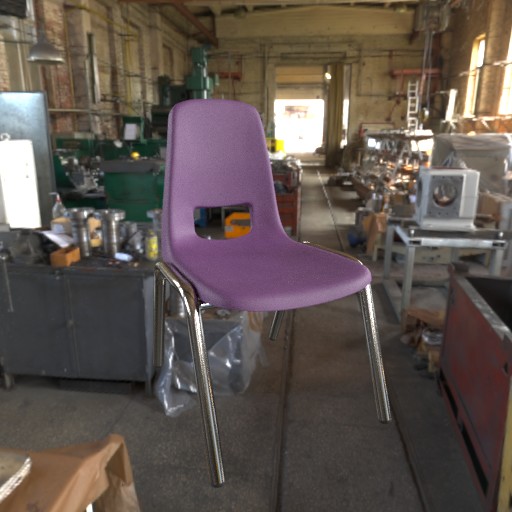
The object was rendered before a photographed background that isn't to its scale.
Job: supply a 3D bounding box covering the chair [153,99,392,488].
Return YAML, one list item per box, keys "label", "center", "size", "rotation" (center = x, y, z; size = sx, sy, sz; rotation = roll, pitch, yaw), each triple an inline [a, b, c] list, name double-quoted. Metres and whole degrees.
- label: "chair"
  center: [0.000, 0.000, 0.838]
  size: [0.356, 0.584, 0.419]
  rotation: [-8, 17, -26]
